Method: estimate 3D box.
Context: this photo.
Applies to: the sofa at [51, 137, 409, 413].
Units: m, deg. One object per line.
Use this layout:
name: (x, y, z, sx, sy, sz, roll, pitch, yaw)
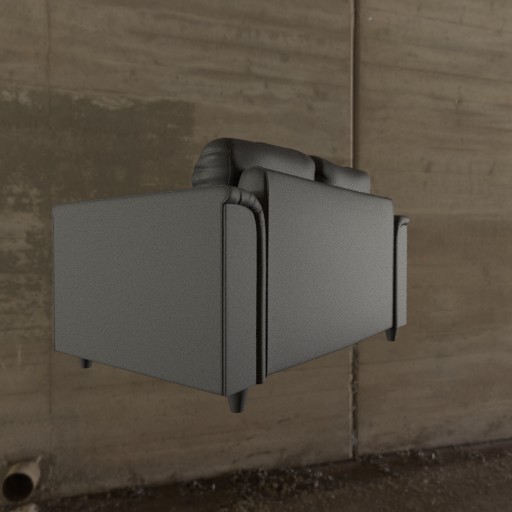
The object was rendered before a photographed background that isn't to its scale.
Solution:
sofa: (0.000, 0.000, 1.942, 0.887, 0.845, 1.386, 1, 1, 37)
